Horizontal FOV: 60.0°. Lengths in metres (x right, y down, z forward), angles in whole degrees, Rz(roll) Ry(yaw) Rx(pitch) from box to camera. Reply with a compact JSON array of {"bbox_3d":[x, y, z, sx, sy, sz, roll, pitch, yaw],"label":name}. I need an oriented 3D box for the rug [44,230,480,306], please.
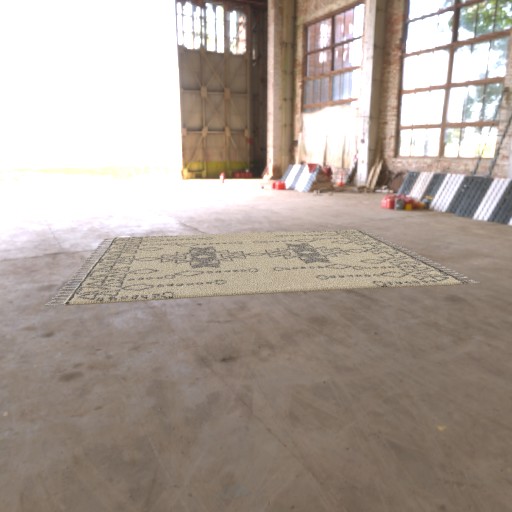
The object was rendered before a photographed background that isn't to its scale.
[{"bbox_3d":[0.000,0.000,4.020,3.027,0.028,2.125,-2,14,-9],"label":"rug"}]
